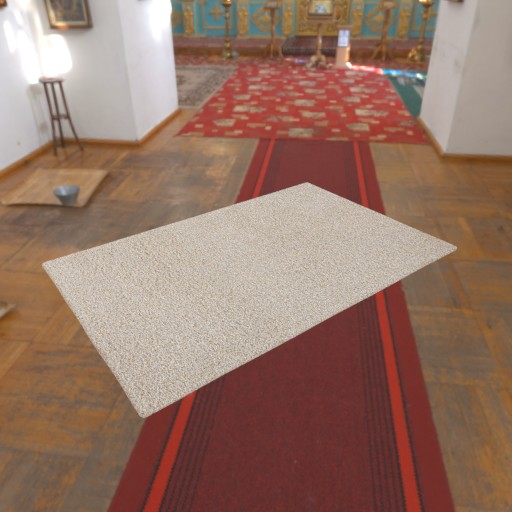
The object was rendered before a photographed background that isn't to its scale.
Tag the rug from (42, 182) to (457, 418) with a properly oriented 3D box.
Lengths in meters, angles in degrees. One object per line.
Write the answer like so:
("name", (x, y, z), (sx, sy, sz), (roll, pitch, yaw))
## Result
("rug", (0.000, 0.000, 3.469), (2.743, 0.030, 1.778), (-21, 37, -31))
